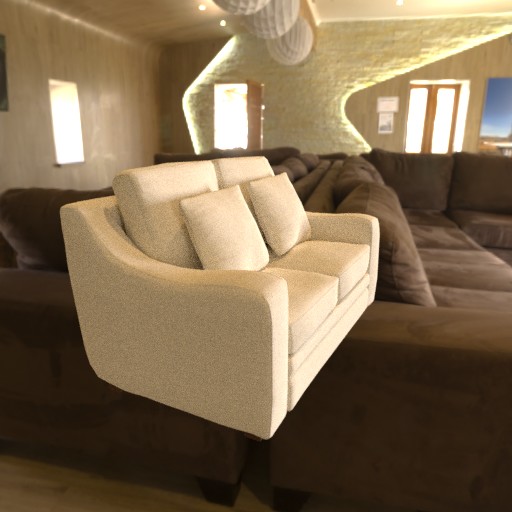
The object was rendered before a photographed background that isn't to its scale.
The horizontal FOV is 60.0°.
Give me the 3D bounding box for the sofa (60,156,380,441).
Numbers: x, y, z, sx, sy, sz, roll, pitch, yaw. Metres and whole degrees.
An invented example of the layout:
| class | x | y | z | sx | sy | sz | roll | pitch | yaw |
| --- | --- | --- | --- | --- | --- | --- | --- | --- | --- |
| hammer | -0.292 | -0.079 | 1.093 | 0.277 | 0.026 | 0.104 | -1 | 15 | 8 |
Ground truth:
| class | x | y | z | sx | sy | sz | roll | pitch | yaw |
| --- | --- | --- | --- | --- | --- | --- | --- | --- | --- |
| sofa | 0.000 | 0.000 | 2.474 | 1.040 | 1.047 | 1.744 | 8 | 17 | 27 |
